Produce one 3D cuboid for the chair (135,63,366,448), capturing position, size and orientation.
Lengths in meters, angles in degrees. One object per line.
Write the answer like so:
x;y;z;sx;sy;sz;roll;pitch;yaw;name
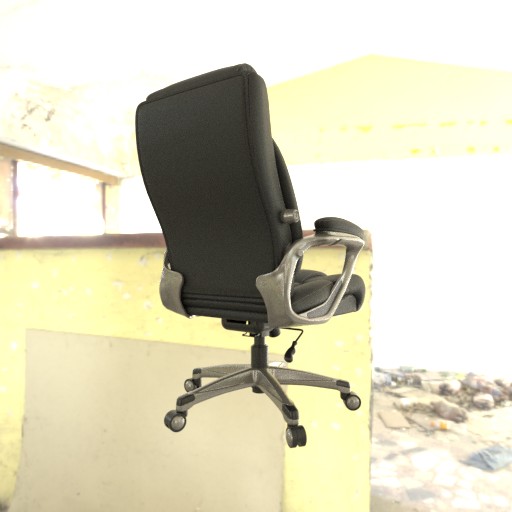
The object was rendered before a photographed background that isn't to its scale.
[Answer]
0.000;0.000;1.694;0.741;1.167;0.784;0;0;36;chair
